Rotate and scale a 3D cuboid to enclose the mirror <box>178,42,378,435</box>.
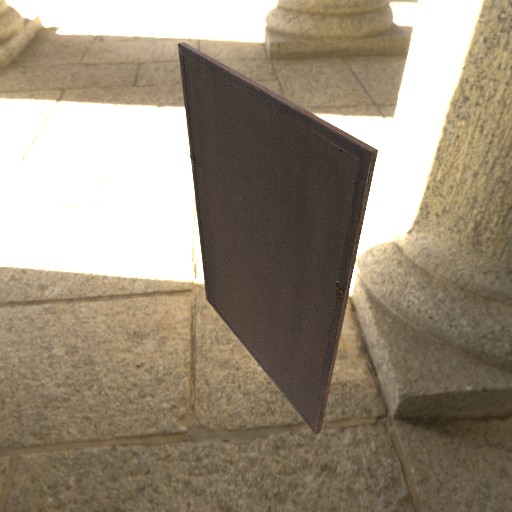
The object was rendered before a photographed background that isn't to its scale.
[{"bbox_3d":[0.000,0.000,1.290,0.025,0.996,0.705,-25,48,-25],"label":"mirror"}]
